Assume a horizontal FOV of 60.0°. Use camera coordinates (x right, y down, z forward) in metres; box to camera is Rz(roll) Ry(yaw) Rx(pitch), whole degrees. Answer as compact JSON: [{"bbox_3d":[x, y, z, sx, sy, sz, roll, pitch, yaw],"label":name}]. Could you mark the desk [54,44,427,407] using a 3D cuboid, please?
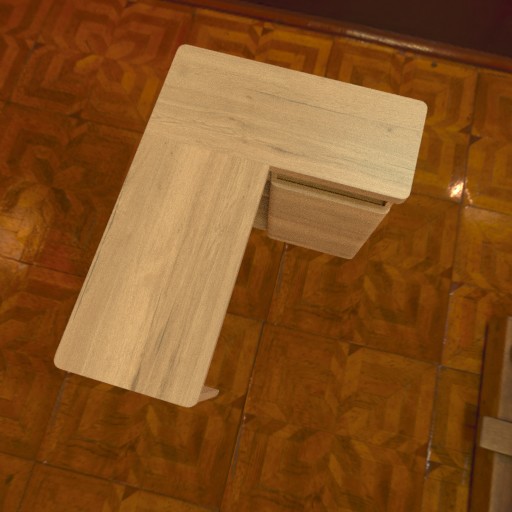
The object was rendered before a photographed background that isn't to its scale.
[{"bbox_3d":[0.000,0.000,1.766,0.900,0.760,1.169,15,75,4],"label":"desk"}]
